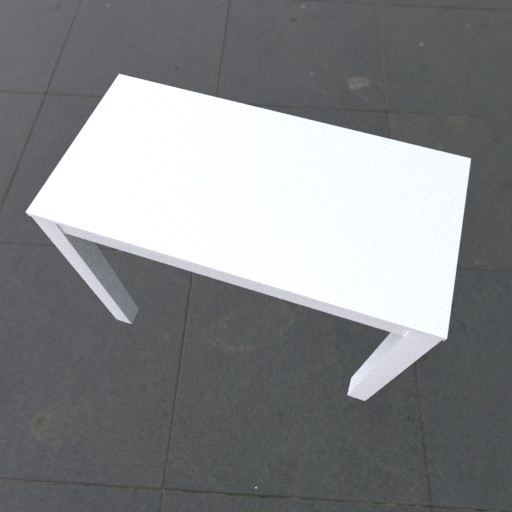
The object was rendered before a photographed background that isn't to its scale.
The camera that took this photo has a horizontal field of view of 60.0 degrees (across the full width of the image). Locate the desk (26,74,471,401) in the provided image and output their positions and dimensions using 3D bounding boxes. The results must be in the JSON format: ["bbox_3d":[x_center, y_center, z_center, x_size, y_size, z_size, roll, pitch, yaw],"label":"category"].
[{"bbox_3d":[0.000,0.000,1.429,0.990,0.762,0.497,16,64,8],"label":"desk"}]
